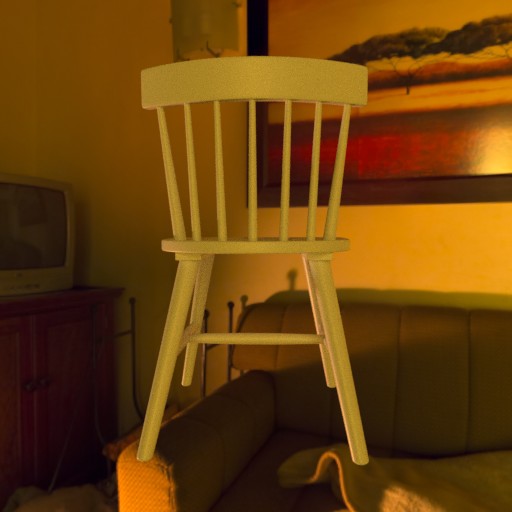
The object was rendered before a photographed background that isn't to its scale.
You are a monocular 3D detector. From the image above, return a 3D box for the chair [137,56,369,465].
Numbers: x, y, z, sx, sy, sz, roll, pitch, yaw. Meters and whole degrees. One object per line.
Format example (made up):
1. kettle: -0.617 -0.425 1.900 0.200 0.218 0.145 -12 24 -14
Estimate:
1. chair: 0.000 0.000 1.086 0.483 0.787 0.500 0 1 2
